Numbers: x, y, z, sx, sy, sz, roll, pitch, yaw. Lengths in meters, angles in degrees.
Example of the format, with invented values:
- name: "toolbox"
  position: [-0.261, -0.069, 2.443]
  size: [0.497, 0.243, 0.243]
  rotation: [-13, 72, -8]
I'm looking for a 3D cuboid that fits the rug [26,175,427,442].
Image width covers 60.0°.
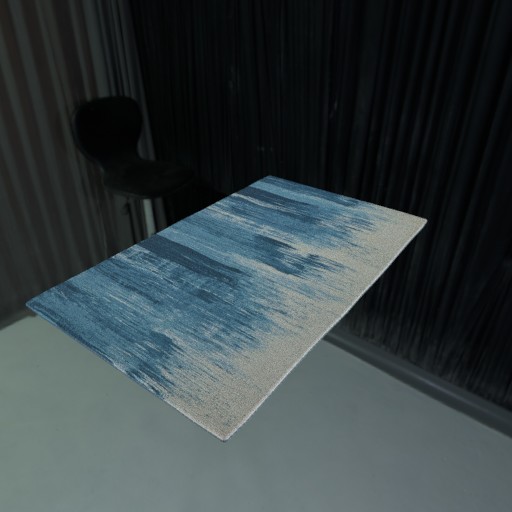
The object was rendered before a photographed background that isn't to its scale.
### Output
- name: "rug"
  position: [0.000, 0.000, 3.004]
  size: [1.540, 0.027, 2.450]
  rotation: [22, 38, 31]
